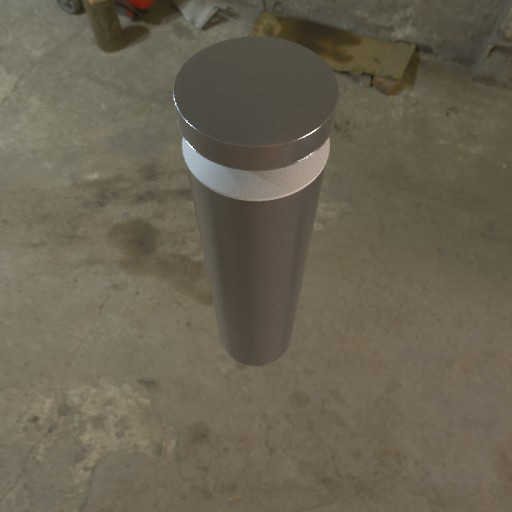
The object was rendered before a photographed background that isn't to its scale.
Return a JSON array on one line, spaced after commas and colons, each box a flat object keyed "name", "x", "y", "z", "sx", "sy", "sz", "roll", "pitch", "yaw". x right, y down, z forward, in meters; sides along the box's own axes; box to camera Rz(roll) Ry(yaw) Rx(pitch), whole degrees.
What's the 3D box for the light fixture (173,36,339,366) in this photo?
[{"name": "light fixture", "x": 0.000, "y": 0.000, "z": 0.439, "sx": 0.102, "sy": 0.400, "sz": 0.102, "roll": -12, "pitch": 60, "yaw": -7}]
